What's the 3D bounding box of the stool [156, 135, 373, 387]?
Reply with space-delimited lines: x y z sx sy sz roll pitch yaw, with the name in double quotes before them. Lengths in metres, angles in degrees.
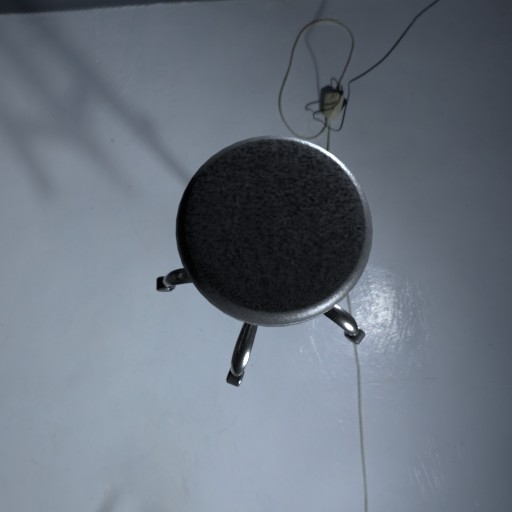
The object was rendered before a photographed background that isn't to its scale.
"stool" 0.000 0.000 1.161 0.638 0.576 0.673 -5 77 -1
